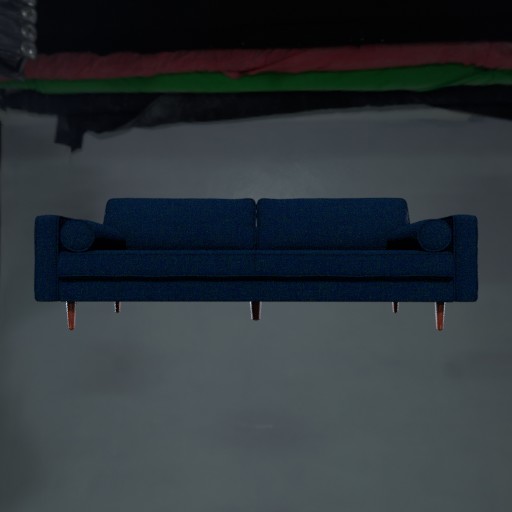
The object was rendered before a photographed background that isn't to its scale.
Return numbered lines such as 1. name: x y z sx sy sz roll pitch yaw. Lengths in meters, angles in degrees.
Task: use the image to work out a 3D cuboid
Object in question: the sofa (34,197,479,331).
1. sofa: 0.000 0.000 2.620 2.210 0.762 0.914 0 -1 0
